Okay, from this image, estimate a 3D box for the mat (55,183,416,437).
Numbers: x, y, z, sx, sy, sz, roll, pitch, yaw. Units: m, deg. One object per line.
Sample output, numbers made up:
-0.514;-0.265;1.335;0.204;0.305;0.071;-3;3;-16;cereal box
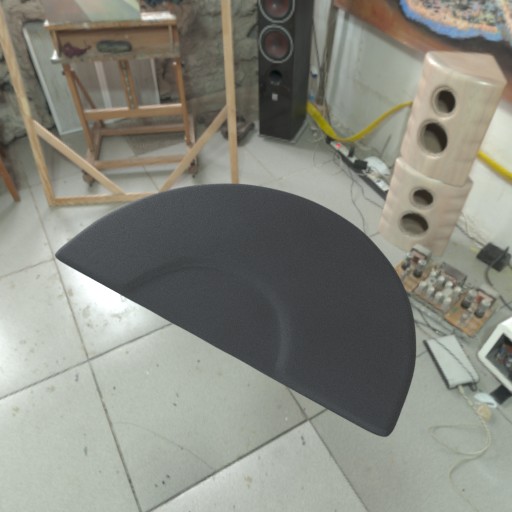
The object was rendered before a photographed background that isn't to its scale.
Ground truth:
0.000;0.000;1.911;1.525;0.016;0.917;24;52;21;mat
